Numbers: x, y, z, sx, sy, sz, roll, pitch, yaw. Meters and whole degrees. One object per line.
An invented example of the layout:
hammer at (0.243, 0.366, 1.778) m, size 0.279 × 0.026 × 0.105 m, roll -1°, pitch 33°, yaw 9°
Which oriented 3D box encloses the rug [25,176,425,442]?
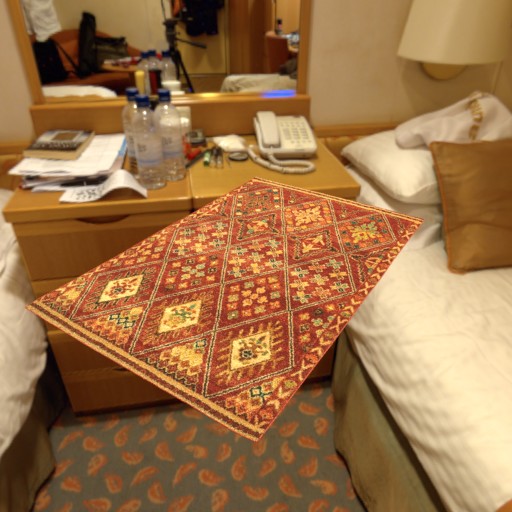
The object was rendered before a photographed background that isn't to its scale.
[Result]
rug at (0.000, 0.000, 2.860) m, size 1.521 × 0.026 × 2.286 m, roll 19°, pitch 37°, yaw 28°
